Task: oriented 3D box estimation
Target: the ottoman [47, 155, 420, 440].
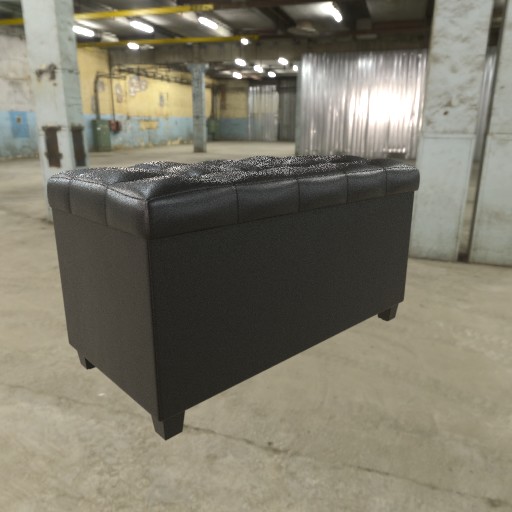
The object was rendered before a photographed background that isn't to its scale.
[{"bbox_3d":[0.000,0.000,1.114,0.838,0.470,0.432,-14,21,-41],"label":"ottoman"}]
